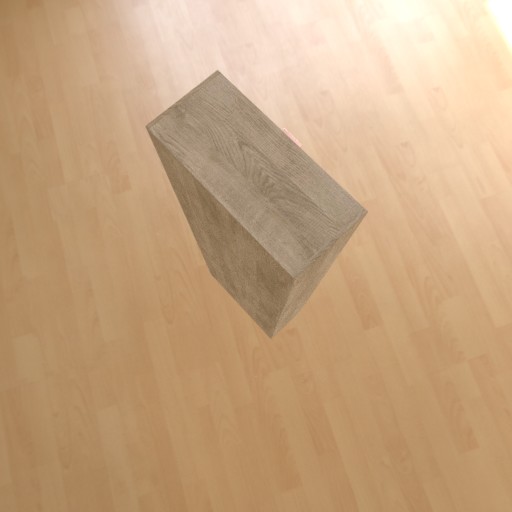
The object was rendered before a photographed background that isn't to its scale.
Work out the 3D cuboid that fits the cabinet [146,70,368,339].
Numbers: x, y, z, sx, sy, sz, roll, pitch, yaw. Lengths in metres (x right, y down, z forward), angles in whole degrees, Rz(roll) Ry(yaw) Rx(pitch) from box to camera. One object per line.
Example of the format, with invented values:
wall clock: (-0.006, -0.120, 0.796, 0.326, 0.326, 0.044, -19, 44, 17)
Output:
cabinet: (0.000, 0.000, 1.833, 0.250, 1.630, 0.520, -42, 79, -10)
